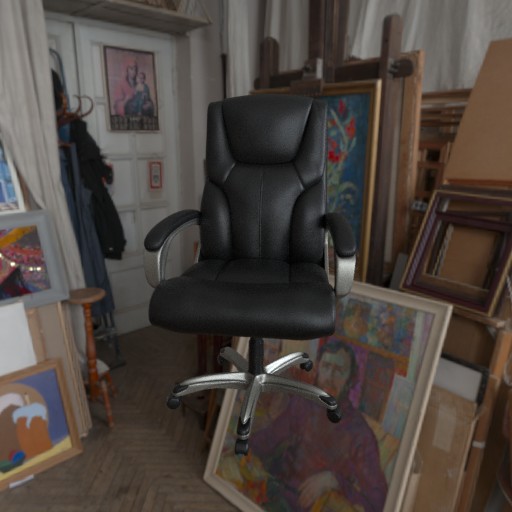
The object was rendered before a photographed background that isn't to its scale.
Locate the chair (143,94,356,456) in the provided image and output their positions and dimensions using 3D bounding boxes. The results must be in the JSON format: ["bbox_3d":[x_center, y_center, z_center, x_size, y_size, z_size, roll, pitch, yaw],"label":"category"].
[{"bbox_3d":[0.000,0.000,1.582,0.663,1.155,0.739,2,14,8],"label":"chair"}]
